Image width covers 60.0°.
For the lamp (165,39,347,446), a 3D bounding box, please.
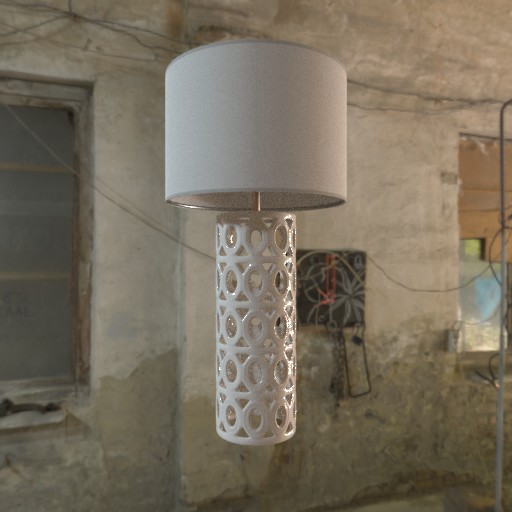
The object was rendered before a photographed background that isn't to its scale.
[{"bbox_3d":[0.000,0.000,0.812,0.324,0.636,0.325,0,0,36],"label":"lamp"}]
